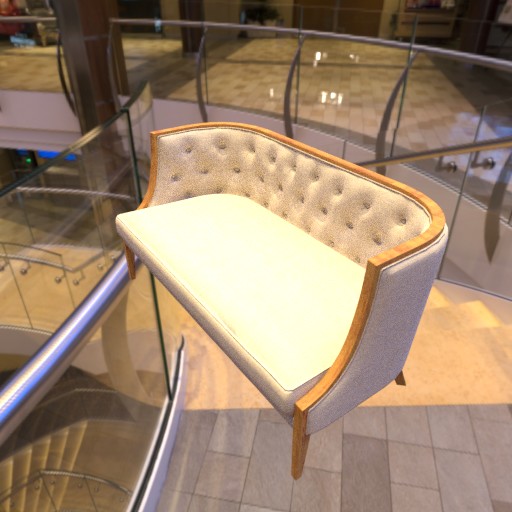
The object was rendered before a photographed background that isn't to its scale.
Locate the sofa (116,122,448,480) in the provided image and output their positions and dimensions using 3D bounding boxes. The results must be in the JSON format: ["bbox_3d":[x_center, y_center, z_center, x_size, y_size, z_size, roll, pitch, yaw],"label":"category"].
[{"bbox_3d":[0.000,0.000,1.933,0.770,0.775,1.474,-21,38,-29],"label":"sofa"}]
